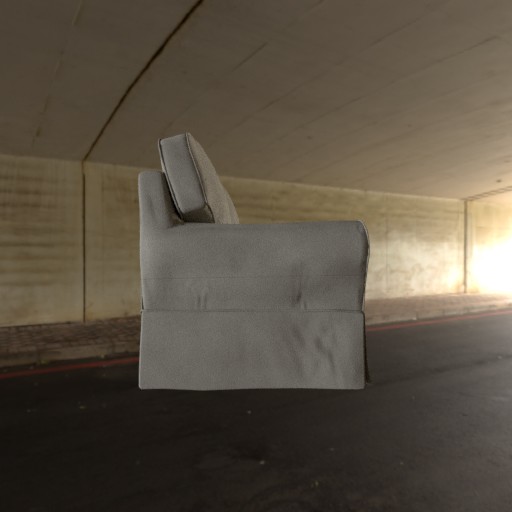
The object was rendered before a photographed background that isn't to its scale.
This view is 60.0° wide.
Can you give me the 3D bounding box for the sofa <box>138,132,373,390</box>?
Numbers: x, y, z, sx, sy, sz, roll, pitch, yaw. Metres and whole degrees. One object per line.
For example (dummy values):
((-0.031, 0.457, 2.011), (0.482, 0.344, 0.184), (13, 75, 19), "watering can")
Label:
((0.000, 0.000, 2.724), (0.900, 1.014, 2.246), (0, 0, 0), "sofa")
